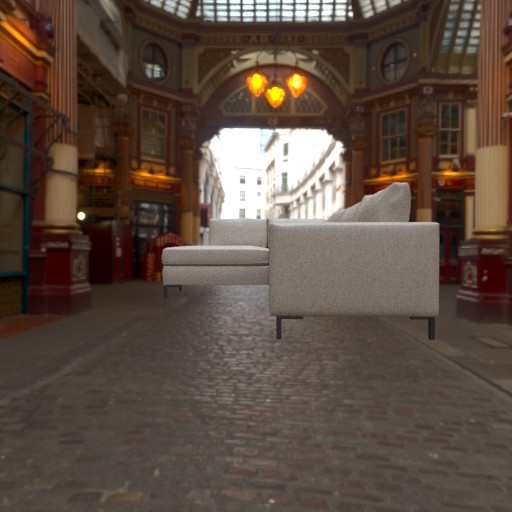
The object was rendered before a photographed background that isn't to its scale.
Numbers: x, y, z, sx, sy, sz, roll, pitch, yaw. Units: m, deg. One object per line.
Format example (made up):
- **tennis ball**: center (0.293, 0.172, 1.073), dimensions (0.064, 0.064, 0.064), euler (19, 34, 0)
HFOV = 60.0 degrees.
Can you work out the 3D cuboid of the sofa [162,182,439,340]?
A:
- **sofa**: center (0.000, 0.000, 3.108), dimensions (1.617, 0.703, 2.423), euler (0, 1, 1)
